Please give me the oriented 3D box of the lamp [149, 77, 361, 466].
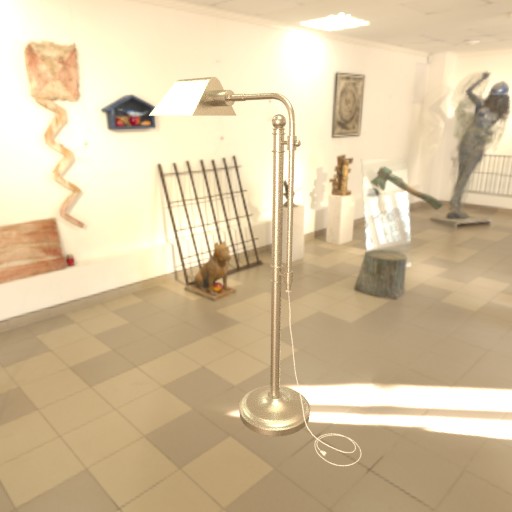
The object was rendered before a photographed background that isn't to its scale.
[{"bbox_3d":[0.000,0.000,0.926,0.546,0.708,0.159,17,24,42],"label":"lamp"}]
